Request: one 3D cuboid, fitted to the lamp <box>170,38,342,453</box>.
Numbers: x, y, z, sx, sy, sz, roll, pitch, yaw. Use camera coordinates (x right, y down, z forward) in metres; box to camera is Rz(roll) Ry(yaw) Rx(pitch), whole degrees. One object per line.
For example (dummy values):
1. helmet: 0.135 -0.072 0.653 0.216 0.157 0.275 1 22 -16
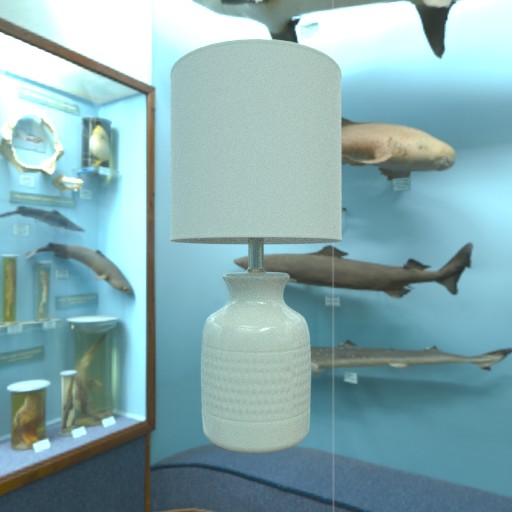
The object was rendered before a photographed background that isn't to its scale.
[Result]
1. lamp: 0.000 0.000 0.493 0.188 0.392 0.188 0 0 35
